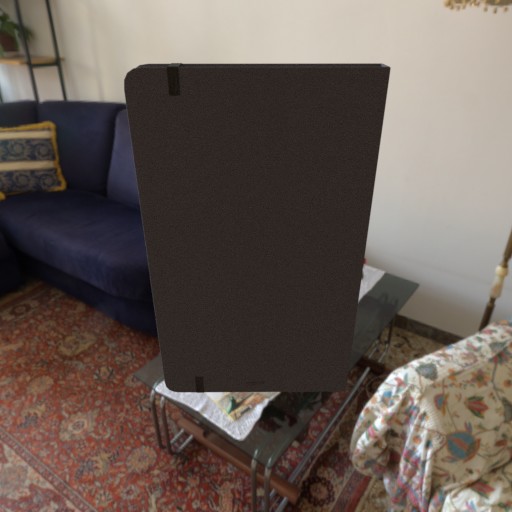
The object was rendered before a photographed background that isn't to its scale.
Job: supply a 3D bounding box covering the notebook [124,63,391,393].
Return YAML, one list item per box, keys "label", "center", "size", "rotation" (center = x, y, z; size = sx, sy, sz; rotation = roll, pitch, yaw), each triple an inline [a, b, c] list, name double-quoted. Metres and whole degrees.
- label: "notebook"
  center: [0.000, 0.000, 0.267]
  size: [0.127, 0.213, 0.016]
  rotation: [0, 29, 0]
